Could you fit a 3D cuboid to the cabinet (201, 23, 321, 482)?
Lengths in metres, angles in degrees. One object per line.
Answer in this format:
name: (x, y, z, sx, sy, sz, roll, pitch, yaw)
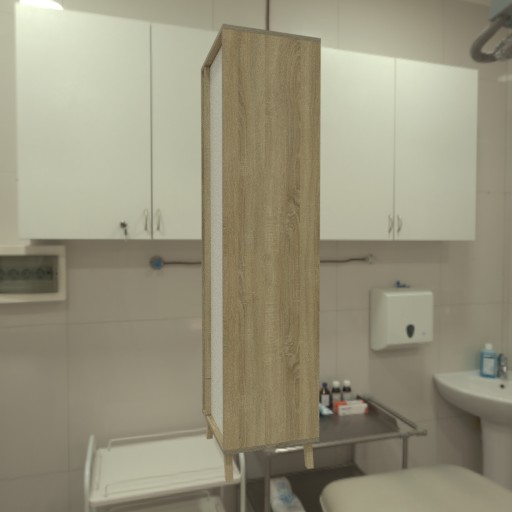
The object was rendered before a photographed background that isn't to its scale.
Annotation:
cabinet: (0.000, 0.000, 2.190, 0.450, 1.960, 0.510, -1, 2, -17)
